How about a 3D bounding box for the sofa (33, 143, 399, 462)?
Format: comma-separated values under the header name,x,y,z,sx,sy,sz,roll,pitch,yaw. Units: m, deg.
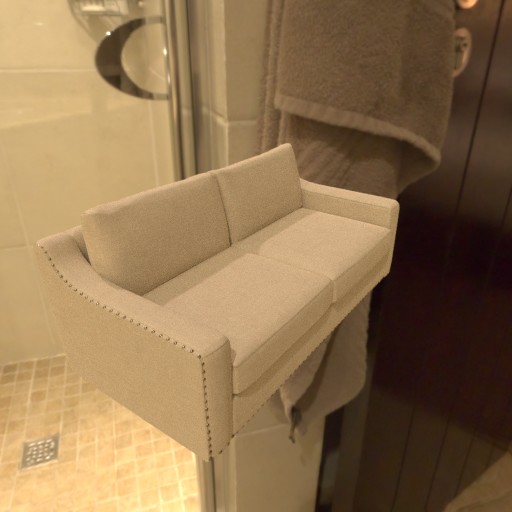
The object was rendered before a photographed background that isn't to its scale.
name,x,y,z,sx,sy,sz,roll,pitch,yaw
sofa,0.000,0.000,2.719,1.104,0.983,2.107,18,32,31
